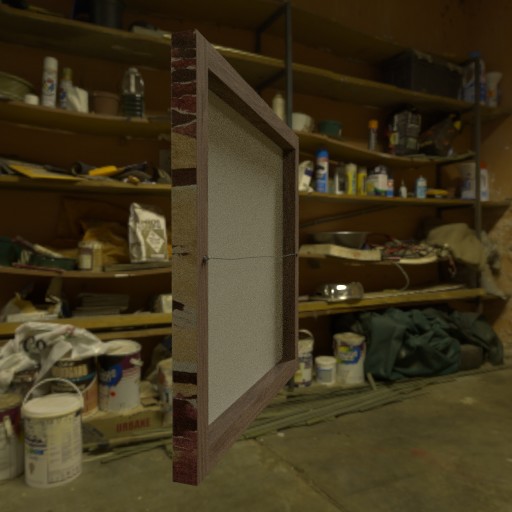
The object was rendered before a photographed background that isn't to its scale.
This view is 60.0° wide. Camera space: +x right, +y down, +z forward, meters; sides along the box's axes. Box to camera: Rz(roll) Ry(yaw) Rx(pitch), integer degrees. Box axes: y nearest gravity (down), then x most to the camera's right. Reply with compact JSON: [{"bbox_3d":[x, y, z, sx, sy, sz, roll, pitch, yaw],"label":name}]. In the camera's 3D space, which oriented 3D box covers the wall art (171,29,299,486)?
[{"bbox_3d":[0.000,0.000,0.888,0.041,0.613,0.609,0,1,18],"label":"wall art"}]
